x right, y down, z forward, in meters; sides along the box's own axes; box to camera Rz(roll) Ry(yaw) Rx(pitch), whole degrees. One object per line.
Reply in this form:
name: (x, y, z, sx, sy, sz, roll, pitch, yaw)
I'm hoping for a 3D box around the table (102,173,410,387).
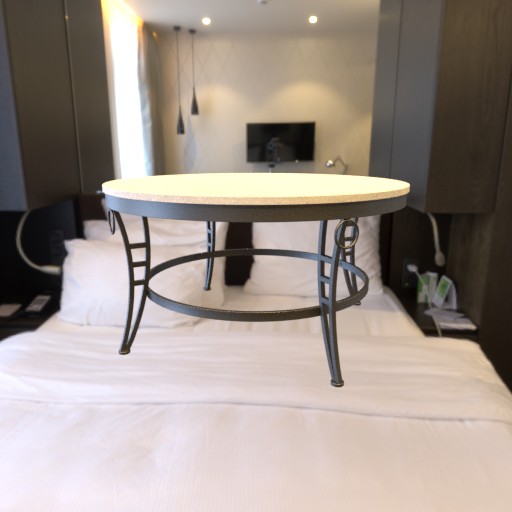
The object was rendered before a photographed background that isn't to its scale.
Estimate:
table: (0.000, 0.000, 1.407, 0.889, 0.470, 0.889, 0, 14, 0)
